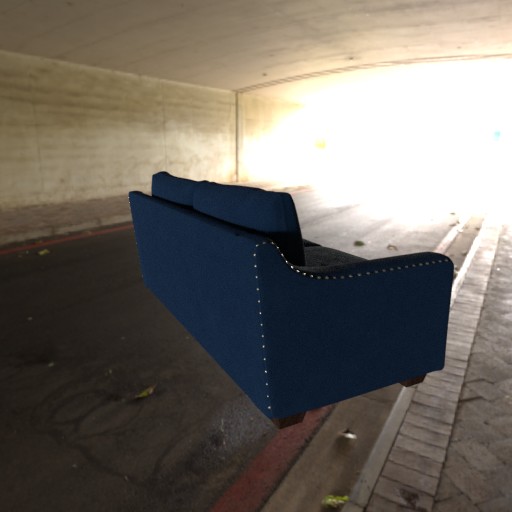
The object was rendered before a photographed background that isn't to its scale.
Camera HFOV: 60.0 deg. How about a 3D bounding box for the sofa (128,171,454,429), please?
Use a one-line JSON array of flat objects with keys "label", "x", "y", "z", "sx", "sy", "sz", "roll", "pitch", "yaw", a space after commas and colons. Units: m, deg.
[{"label": "sofa", "x": 0.000, "y": 0.000, "z": 2.782, "sx": 1.104, "sy": 0.983, "sz": 2.107, "roll": -7, "pitch": 16, "yaw": -27}]
